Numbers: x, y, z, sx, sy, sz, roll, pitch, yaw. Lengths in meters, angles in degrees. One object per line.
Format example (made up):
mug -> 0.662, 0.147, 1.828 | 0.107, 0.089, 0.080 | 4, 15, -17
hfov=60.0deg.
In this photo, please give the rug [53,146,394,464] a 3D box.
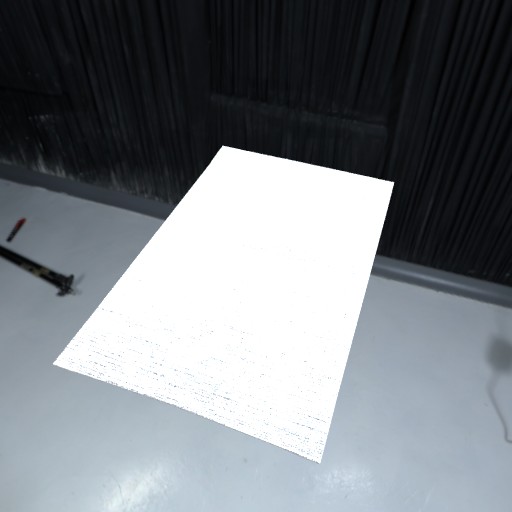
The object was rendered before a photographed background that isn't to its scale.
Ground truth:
rug -> 0.000, 0.000, 2.283 | 1.149, 0.021, 1.773 | 15, 48, 14
